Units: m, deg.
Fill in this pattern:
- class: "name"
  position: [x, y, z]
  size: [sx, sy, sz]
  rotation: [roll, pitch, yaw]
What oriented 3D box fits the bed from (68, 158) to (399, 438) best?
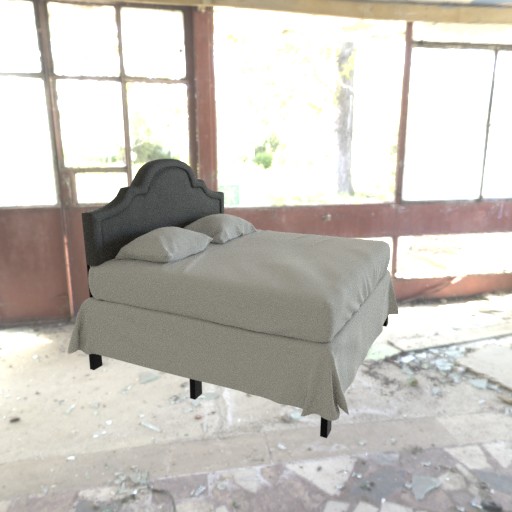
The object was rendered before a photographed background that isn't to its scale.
- class: "bed"
  position: [0.000, 0.000, 3.844]
  size: [2.222, 1.631, 2.303]
  rotation: [7, 15, 26]
